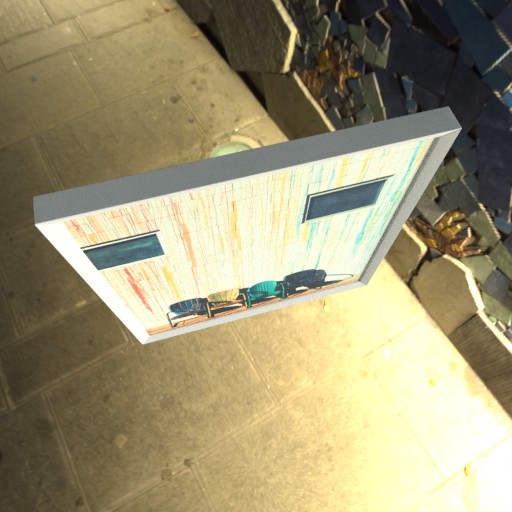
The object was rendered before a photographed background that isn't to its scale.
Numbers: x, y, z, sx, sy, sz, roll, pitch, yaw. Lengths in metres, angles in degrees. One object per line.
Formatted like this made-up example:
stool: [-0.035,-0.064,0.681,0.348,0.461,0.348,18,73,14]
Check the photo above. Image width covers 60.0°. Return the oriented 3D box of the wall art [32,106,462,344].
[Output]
wall art: [0.000,0.000,0.744,0.508,0.508,0.037,-14,65,-7]
